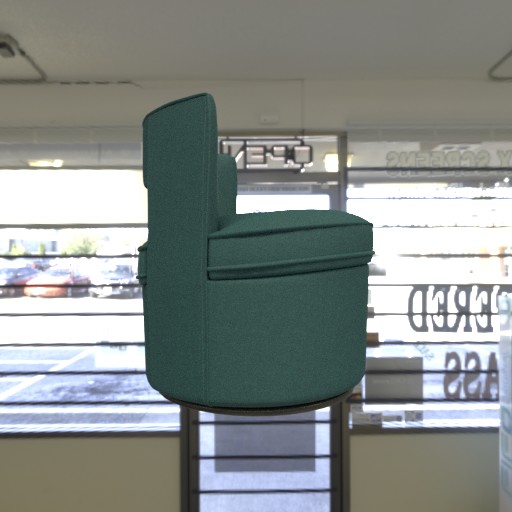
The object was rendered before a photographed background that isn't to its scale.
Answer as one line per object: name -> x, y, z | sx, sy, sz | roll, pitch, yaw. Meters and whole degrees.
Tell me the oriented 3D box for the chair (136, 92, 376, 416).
chair -> 0.000, 0.000, 1.263 | 0.660, 0.711, 0.684 | 0, 0, 2
